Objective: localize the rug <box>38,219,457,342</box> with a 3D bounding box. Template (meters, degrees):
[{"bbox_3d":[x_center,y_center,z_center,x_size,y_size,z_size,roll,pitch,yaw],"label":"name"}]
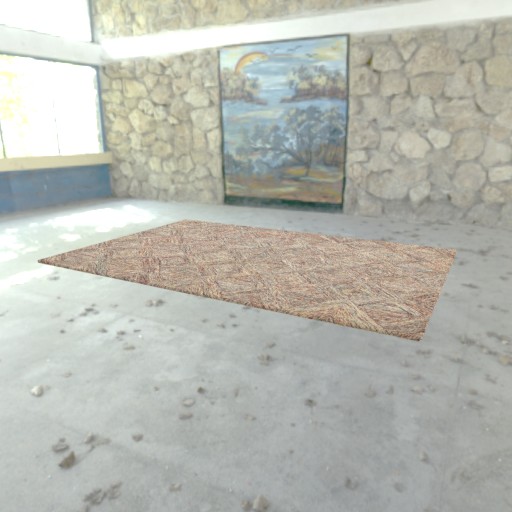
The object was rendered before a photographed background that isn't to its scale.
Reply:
[{"bbox_3d":[0.000,0.000,2.890,2.285,0.019,1.523,8,18,27],"label":"rug"}]
